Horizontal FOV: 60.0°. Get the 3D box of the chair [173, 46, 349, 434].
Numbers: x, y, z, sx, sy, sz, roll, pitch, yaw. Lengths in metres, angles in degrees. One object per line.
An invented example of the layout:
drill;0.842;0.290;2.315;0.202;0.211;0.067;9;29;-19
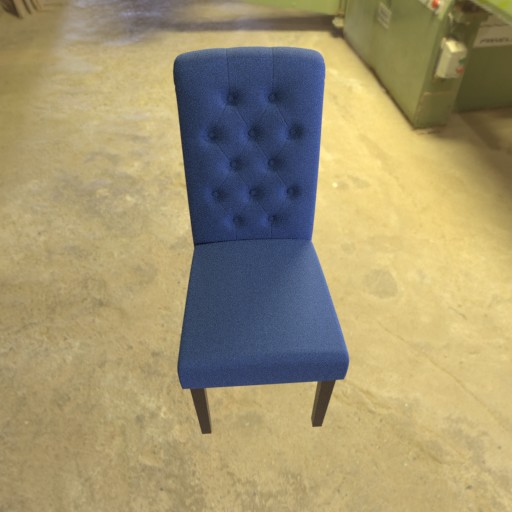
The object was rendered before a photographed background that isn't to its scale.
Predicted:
chair;0.000;0.000;1.341;0.456;1.006;0.671;-3;46;-3
